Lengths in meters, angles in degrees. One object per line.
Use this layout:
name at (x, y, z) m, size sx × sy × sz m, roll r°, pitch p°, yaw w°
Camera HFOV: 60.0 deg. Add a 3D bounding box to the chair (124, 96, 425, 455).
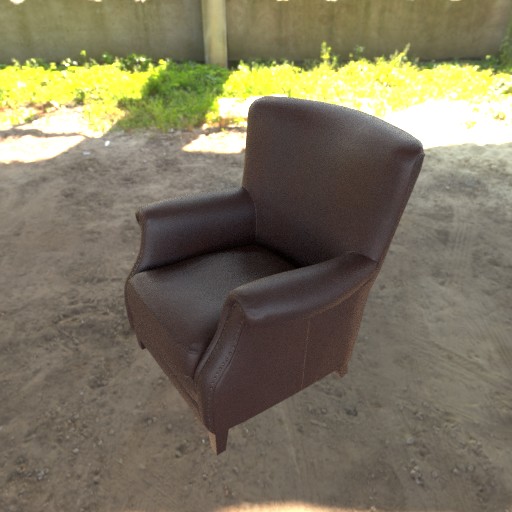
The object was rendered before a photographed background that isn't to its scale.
chair at (0.000, 0.000, 1.365) m, size 0.746 × 0.800 × 0.700 m, roll -21°, pitch 38°, yaw -30°
